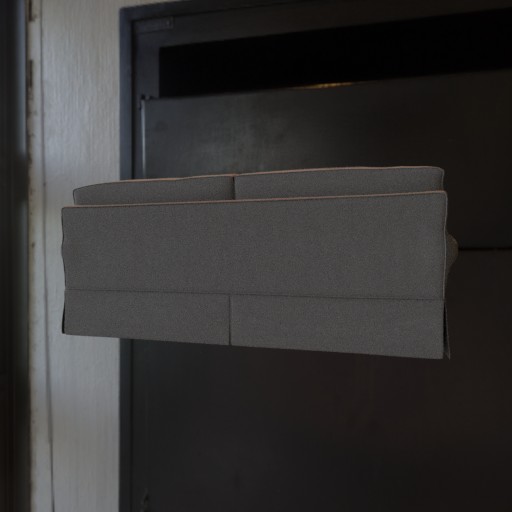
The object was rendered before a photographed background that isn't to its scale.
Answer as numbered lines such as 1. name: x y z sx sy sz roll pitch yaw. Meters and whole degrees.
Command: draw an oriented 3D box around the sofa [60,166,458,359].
1. sofa: 0.000 0.000 2.776 2.248 0.943 0.991 0 0 17
